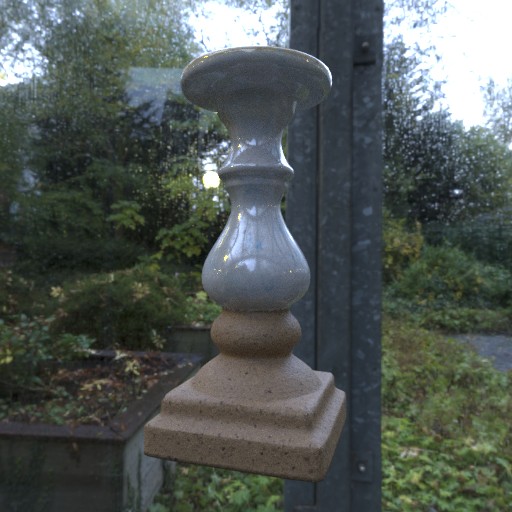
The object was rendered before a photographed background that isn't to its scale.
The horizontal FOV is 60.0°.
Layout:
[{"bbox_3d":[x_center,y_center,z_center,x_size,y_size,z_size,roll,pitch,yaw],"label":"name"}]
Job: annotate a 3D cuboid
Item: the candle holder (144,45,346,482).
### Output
[{"bbox_3d":[0.000,0.000,0.299,0.110,0.239,0.110,0,-1,18],"label":"candle holder"}]
